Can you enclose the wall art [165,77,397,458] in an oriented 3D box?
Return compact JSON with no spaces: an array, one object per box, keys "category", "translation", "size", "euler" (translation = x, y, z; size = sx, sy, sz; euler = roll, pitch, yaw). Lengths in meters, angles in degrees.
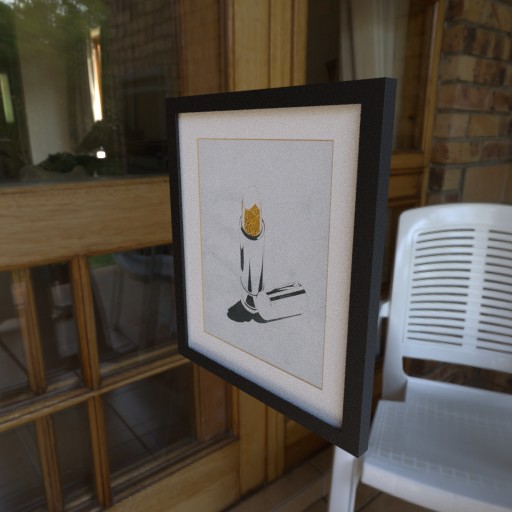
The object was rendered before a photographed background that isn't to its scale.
[{"category":"wall art","translation":[0.000,0.000,0.543],"size":[0.019,0.381,0.330],"euler":[-15,21,-43]}]
